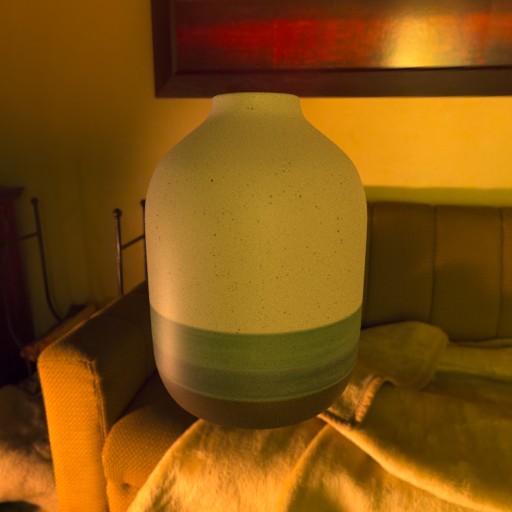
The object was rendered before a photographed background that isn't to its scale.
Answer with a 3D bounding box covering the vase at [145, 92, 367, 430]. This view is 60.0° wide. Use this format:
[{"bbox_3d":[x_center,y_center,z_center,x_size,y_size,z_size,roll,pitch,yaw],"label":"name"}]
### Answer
[{"bbox_3d":[0.000,0.000,0.354,0.169,0.240,0.169,0,14,0],"label":"vase"}]
